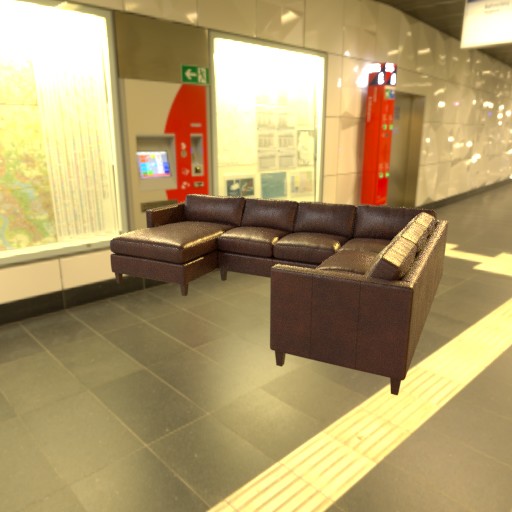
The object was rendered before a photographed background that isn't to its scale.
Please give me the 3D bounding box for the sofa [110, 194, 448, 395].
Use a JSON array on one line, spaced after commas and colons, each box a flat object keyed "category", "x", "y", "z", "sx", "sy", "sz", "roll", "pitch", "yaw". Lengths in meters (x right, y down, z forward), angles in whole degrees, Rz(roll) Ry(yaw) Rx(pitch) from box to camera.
[{"category": "sofa", "x": 0.000, "y": 0.000, "z": 4.445, "sx": 3.324, "sy": 0.891, "sz": 2.452, "roll": 8, "pitch": 17, "yaw": 26}]
